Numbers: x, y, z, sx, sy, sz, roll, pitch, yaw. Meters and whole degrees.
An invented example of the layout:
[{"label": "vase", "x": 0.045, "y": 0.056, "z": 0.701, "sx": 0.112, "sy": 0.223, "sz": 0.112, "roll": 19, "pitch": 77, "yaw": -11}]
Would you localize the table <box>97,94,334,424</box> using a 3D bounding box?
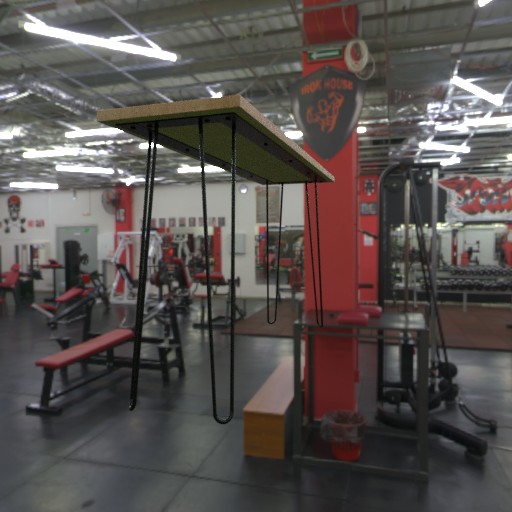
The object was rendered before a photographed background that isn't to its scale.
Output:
[{"label": "table", "x": 0.000, "y": 0.000, "z": 1.764, "sx": 0.399, "sy": 0.799, "sz": 1.400, "roll": 1, "pitch": 2, "yaw": 19}]
